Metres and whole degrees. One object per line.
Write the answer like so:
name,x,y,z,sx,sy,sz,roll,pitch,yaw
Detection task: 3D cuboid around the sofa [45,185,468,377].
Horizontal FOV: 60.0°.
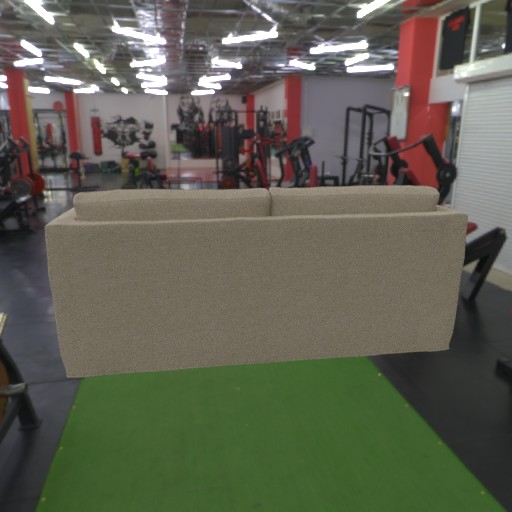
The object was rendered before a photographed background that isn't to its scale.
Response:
sofa,0.000,0.000,2.521,1.987,0.847,0.956,-2,15,-8
